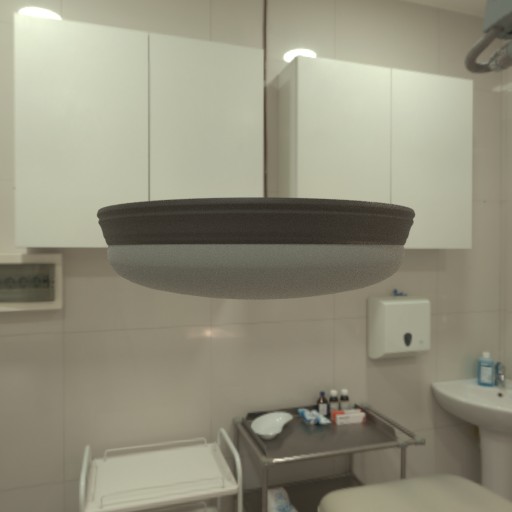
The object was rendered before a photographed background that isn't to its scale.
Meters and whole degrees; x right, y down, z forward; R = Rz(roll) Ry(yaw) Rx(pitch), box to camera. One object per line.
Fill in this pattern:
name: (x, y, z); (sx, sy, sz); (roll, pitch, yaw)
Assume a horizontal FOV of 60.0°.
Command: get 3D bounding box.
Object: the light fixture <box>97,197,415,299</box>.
light fixture: (0.000, 0.000, 0.545); (0.368, 0.100, 0.368); (0, 1, 0)
